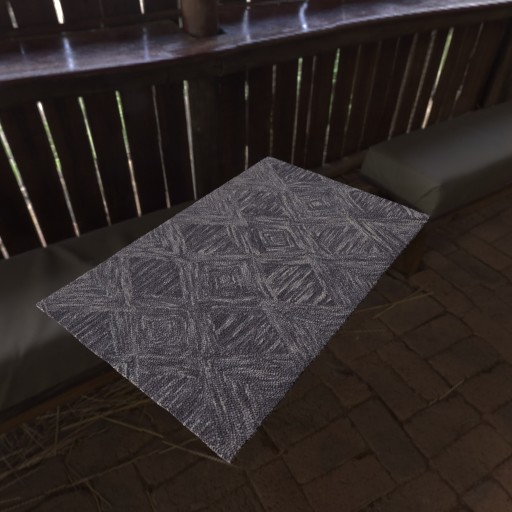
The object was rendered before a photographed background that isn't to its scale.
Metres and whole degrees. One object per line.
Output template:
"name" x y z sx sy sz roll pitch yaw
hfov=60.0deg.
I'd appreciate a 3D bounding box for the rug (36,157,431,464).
"rug" 0.000 0.000 2.318 1.186 0.012 1.814 27 47 28
